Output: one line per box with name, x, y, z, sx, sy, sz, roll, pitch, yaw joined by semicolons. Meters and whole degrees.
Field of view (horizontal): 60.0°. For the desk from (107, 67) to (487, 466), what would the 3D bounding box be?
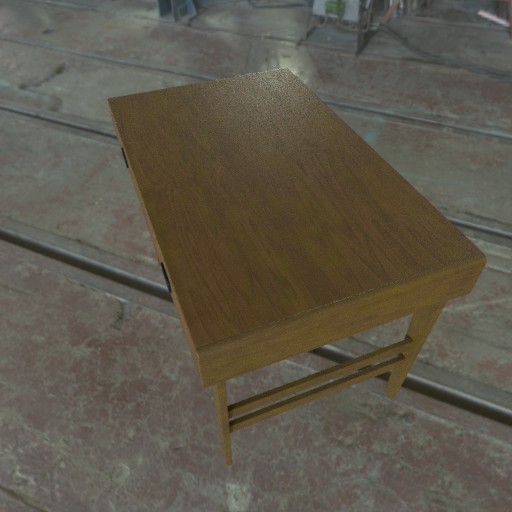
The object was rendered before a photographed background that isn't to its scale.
desk;0.000;0.000;1.490;0.660;0.754;1.066;-16;48;-15
